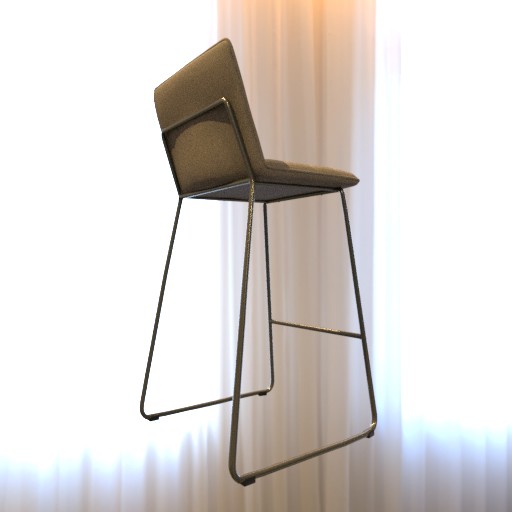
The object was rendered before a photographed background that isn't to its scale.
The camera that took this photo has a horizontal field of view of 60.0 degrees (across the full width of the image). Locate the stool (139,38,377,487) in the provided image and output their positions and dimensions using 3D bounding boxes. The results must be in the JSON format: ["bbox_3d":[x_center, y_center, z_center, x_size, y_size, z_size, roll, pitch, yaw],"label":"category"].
[{"bbox_3d":[0.000,0.000,1.244,0.490,0.960,0.490,1,-1,-37],"label":"stool"}]
